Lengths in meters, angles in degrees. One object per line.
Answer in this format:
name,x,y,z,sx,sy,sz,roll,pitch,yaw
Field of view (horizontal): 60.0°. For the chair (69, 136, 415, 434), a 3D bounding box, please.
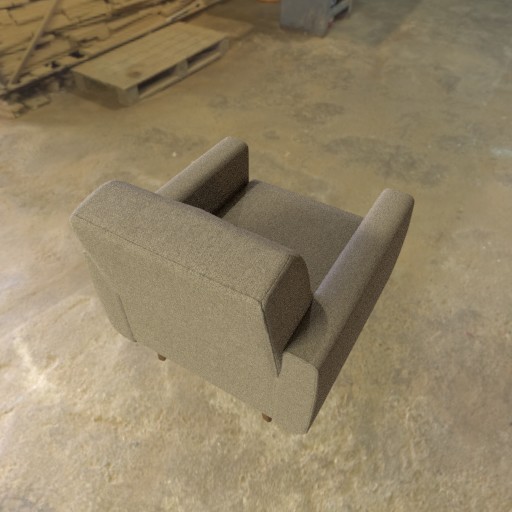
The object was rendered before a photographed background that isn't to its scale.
chair,0.000,0.000,1.552,0.831,0.839,0.907,23,50,21
